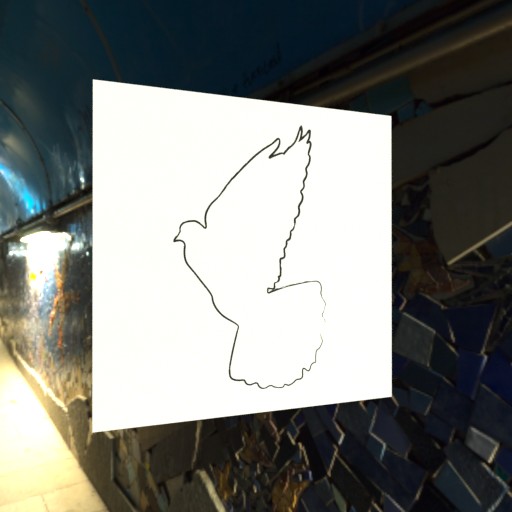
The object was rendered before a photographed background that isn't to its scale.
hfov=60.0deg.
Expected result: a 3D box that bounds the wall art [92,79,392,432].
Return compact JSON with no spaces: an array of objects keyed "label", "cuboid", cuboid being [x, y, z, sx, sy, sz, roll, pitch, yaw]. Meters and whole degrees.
[{"label":"wall art","cuboid":[0.000,0.000,0.882,0.610,0.610,0.038,0,0,-19]}]
